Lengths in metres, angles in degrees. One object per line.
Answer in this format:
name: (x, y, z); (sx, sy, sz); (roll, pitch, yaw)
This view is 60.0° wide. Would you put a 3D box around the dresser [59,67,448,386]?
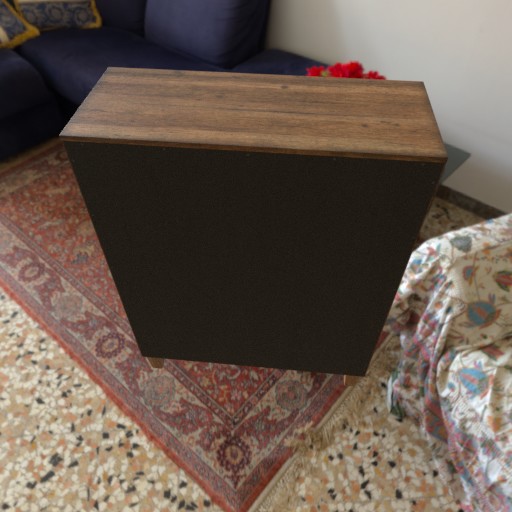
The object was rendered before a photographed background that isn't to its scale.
dresser: (0.000, 0.000, 1.855); (1.067, 1.359, 0.438); (4, 48, 4)
